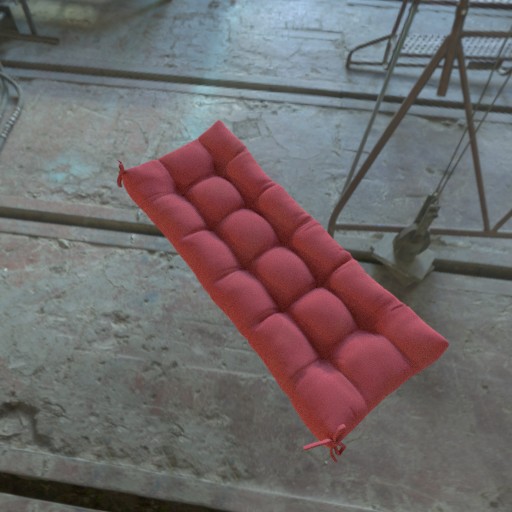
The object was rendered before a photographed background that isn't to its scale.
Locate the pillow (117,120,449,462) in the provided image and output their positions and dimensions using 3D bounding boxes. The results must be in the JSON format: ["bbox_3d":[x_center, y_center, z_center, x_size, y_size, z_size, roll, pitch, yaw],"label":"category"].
[{"bbox_3d":[0.000,0.000,1.402,0.511,0.174,1.194,-33,64,-18],"label":"pillow"}]
